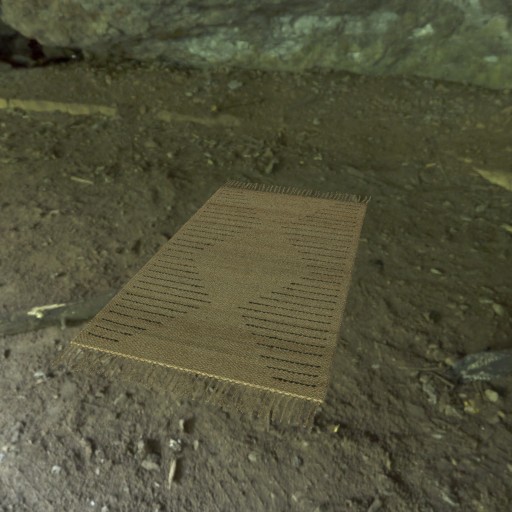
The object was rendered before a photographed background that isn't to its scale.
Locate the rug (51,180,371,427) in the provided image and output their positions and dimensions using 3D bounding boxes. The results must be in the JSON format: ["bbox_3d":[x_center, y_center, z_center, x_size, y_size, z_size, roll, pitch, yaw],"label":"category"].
[{"bbox_3d":[0.000,0.000,2.041,0.905,0.017,1.718,9,32,14],"label":"rug"}]
